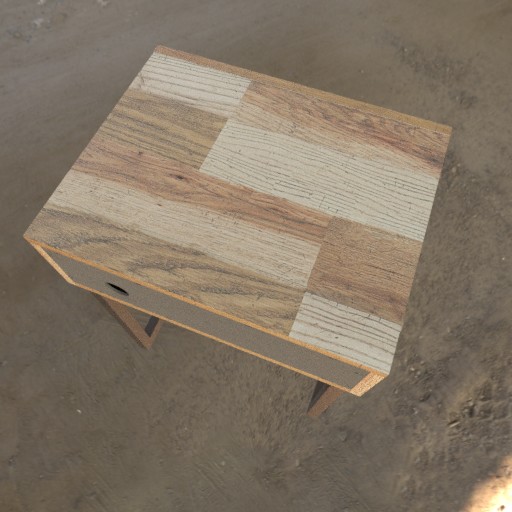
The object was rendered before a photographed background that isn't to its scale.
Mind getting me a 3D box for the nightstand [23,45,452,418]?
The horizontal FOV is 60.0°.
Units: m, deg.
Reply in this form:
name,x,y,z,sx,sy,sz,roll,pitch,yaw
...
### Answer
name,x,y,z,sx,sy,sz,roll,pitch,yaw
nightstand,0.000,0.000,0.995,0.558,0.632,0.481,19,65,9
